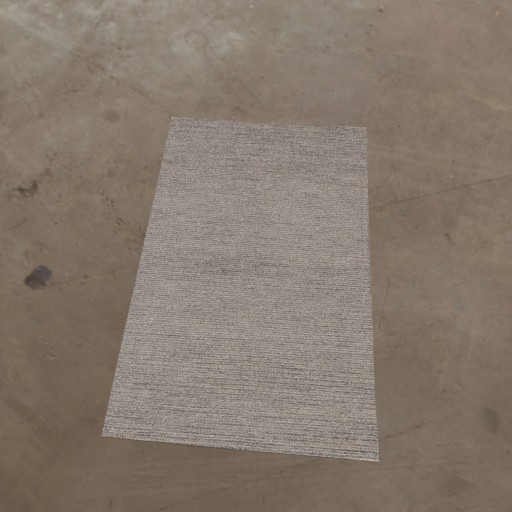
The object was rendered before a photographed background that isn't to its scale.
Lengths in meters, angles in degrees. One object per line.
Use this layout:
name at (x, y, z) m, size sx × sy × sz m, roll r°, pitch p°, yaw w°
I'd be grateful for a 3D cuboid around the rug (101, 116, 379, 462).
rug at (0.000, 0.000, 2.236) m, size 1.162 × 0.022 × 1.804 m, roll 4°, pitch 63°, yaw 2°
